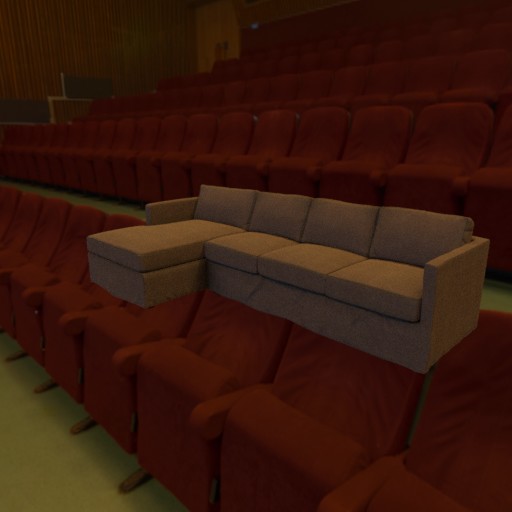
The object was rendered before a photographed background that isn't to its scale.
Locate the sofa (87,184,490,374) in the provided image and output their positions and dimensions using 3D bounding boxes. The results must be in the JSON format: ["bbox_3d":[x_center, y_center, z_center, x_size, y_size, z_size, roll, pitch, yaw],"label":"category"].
[{"bbox_3d":[0.000,0.000,3.813,3.205,0.922,1.650,15,22,43],"label":"sofa"}]
